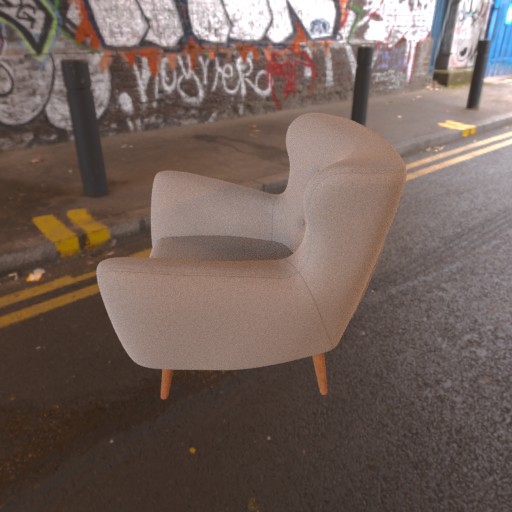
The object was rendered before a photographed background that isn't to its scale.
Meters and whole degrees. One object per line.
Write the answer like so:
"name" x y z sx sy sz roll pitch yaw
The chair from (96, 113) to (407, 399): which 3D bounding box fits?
"chair" 0.000 0.000 1.616 0.889 0.889 0.890 0 27 0
